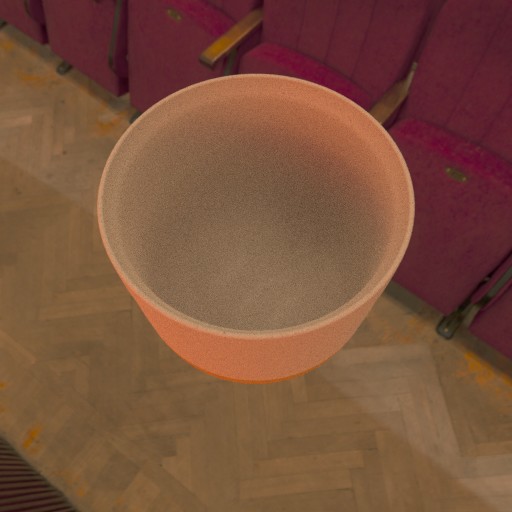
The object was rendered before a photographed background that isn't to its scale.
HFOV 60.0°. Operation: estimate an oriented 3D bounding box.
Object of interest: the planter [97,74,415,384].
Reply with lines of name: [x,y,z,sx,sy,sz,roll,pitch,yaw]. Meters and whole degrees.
planter: [0.000,0.000,0.495,0.268,0.270,0.268,0,64,0]
